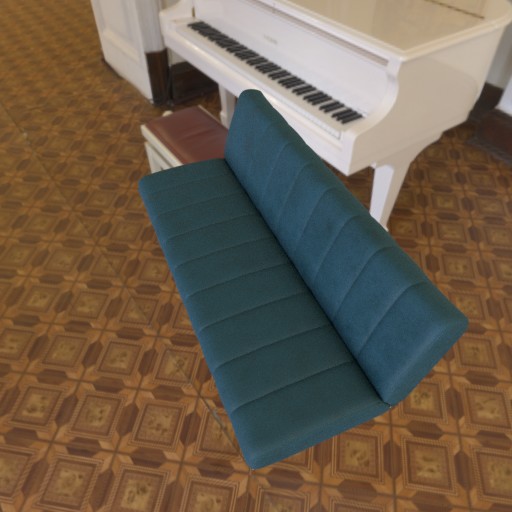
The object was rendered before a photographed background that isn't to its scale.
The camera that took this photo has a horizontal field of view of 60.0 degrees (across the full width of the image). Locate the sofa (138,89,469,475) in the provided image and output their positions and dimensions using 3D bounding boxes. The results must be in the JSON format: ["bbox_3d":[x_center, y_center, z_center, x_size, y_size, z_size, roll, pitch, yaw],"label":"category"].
[{"bbox_3d":[0.000,0.000,2.238,0.830,0.825,1.810,-17,50,-16],"label":"sofa"}]
